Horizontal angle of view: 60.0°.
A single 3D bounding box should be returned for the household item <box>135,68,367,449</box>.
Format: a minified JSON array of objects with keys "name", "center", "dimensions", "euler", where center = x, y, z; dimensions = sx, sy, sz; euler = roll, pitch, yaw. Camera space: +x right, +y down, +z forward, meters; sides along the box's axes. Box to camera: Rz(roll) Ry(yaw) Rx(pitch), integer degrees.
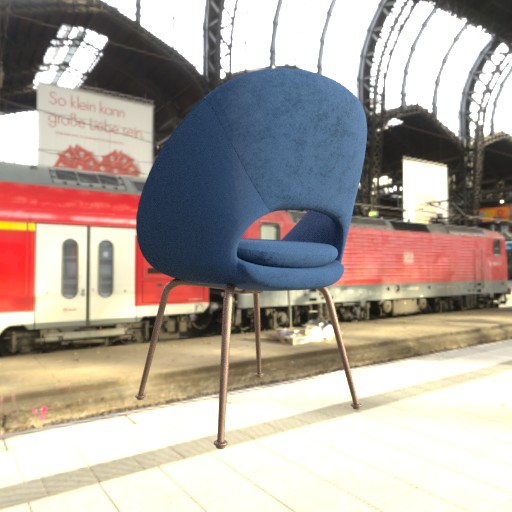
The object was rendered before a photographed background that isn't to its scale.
[{"name":"household item","center":[0.000,0.000,1.259],"dimensions":[0.623,0.852,0.573],"euler":[1,-2,-37]}]
